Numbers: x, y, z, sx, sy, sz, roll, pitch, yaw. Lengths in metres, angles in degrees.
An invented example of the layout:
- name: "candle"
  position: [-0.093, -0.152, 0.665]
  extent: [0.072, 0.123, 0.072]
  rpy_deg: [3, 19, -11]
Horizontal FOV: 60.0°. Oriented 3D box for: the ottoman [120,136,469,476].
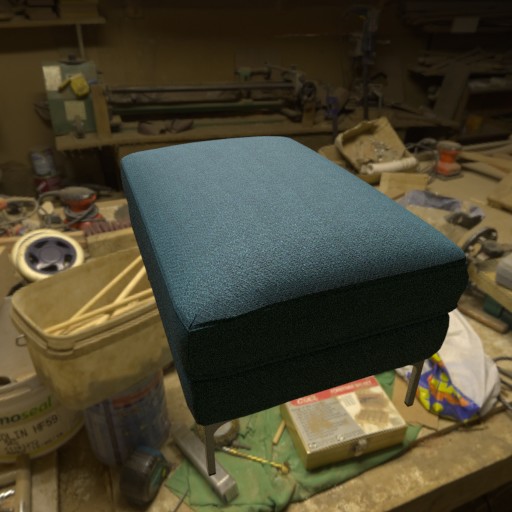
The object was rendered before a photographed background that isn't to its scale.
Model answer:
- name: "ottoman"
  position: [0.000, 0.000, 1.156]
  extent: [0.563, 0.498, 0.856]
  rpy_deg: [-11, 33, -18]
